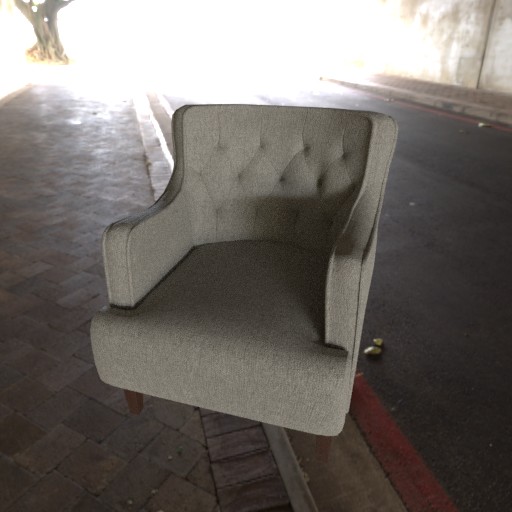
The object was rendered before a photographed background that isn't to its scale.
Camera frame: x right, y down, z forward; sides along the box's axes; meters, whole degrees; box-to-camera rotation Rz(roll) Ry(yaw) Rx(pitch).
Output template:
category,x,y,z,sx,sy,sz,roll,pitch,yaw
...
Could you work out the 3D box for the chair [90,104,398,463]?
category,x,y,z,sx,sy,sz,roll,pitch,yaw
chair,0.000,0.000,1.530,0.820,0.920,0.910,8,27,15
